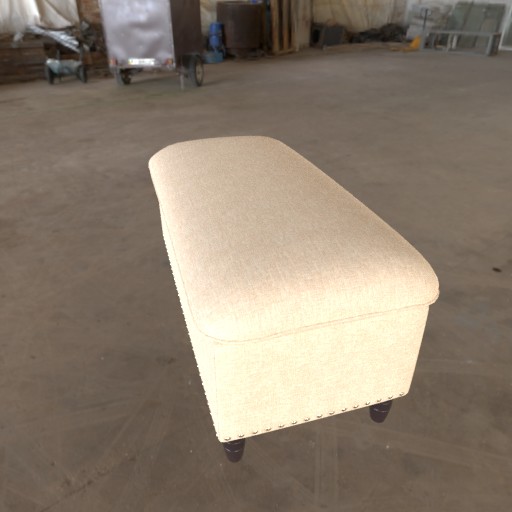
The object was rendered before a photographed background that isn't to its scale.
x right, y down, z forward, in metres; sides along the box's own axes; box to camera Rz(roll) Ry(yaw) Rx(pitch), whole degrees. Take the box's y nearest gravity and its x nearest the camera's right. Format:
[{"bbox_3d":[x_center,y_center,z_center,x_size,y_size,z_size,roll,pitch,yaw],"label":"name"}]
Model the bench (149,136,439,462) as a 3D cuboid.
[{"bbox_3d":[0.000,0.000,1.246,0.483,0.483,0.991,-9,32,-15],"label":"bench"}]
